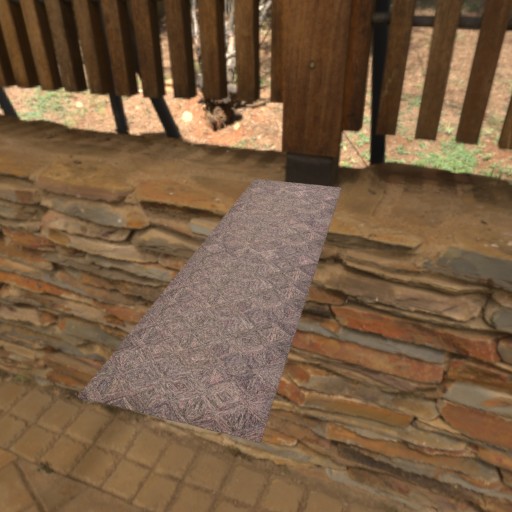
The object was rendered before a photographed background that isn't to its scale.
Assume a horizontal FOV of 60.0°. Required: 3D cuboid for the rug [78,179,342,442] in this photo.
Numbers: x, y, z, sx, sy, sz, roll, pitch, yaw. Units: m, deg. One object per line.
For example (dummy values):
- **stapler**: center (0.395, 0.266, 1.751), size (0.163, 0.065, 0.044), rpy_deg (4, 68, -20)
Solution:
- **rug**: center (0.000, 0.000, 2.472), size (0.691, 0.011, 2.296), rpy_deg (8, 31, 14)
